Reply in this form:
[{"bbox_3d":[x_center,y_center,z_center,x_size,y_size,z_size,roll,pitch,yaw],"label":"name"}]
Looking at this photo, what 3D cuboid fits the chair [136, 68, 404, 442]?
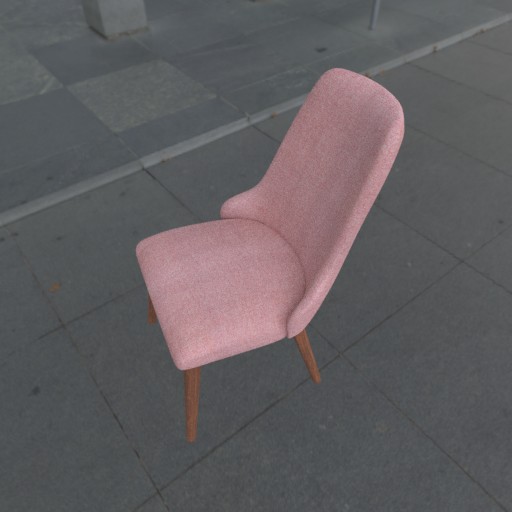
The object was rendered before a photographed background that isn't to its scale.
[{"bbox_3d":[0.000,0.000,1.334,0.707,0.918,0.535,-17,49,-16],"label":"chair"}]
